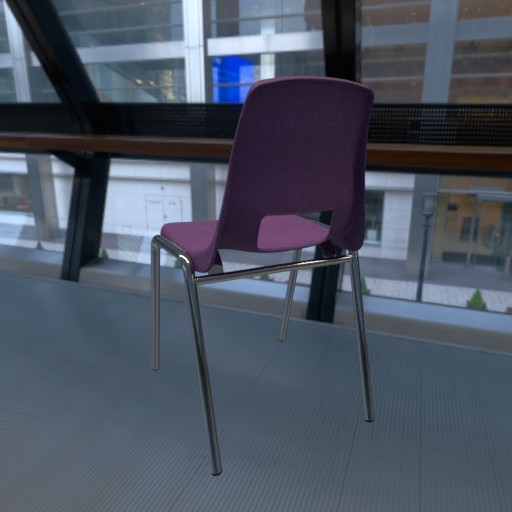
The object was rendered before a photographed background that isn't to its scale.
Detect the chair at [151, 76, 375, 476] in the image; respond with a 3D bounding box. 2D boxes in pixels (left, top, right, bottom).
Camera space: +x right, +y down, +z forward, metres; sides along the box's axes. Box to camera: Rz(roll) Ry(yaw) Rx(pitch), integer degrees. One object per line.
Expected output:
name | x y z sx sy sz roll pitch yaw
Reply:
chair | 0.000 0.000 0.918 0.381 0.654 0.432 -8 18 -25
